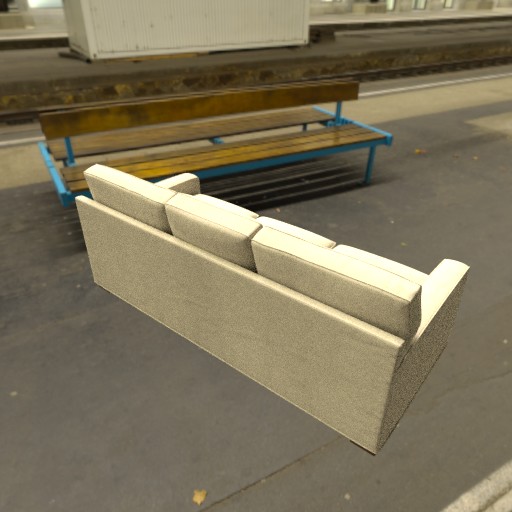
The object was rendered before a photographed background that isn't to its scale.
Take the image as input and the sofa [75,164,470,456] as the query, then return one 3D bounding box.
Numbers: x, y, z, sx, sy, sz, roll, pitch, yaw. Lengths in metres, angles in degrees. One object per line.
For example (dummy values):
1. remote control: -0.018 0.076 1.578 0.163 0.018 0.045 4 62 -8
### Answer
1. sofa: 0.000 0.000 2.570 2.093 0.862 0.936 23 38 32
